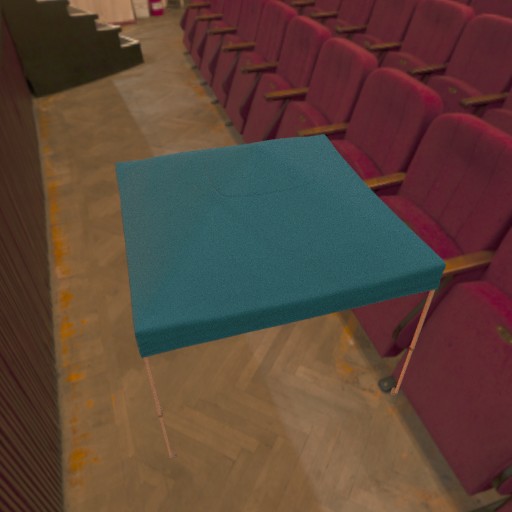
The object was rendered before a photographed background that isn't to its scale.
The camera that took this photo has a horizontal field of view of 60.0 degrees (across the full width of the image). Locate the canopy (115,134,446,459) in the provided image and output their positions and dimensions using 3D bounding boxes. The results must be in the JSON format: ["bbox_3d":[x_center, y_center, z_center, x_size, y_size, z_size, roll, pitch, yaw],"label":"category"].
[{"bbox_3d":[0.000,0.000,5.532,2.996,2.997,2.998,-11,42,-13],"label":"canopy"}]
